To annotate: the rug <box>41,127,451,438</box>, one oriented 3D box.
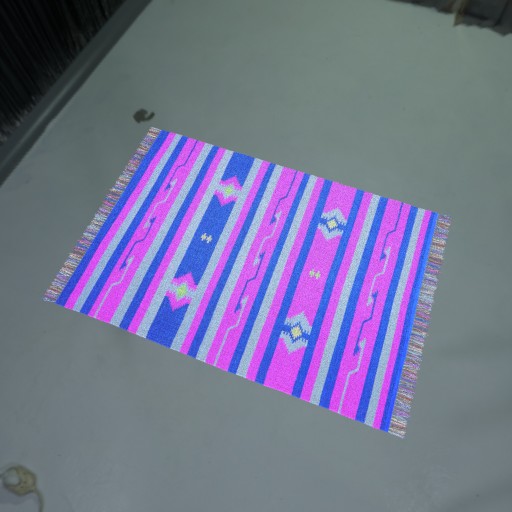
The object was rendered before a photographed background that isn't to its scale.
[{"bbox_3d":[0.000,0.000,2.941,2.350,0.013,1.539,19,65,9],"label":"rug"}]
